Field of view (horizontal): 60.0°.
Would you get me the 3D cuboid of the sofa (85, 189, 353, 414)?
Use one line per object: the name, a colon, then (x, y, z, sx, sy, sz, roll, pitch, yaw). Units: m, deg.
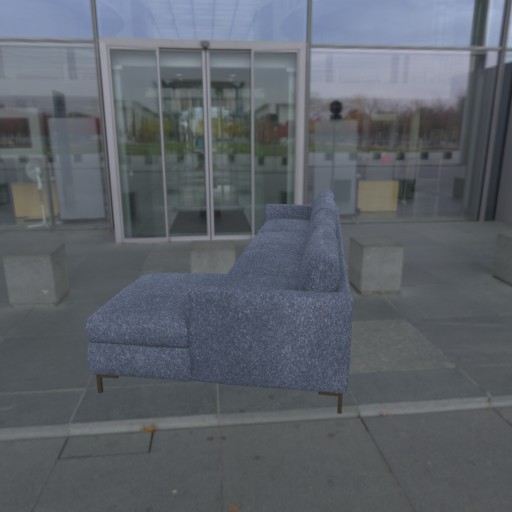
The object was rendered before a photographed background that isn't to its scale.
sofa: (0.000, 0.000, 3.532, 1.350, 0.810, 2.932, 2, 15, 9)
